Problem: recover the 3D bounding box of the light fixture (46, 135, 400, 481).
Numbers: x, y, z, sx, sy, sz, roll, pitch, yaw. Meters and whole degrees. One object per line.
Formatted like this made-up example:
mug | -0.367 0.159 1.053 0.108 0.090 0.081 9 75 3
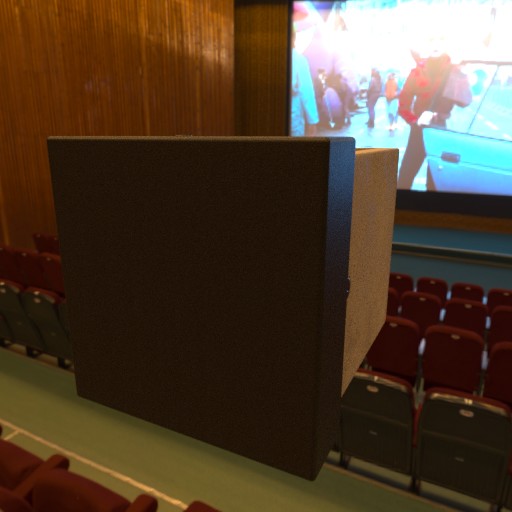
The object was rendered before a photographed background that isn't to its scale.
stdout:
light fixture | 0.000 0.000 0.231 0.121 0.121 0.143 8 17 26
